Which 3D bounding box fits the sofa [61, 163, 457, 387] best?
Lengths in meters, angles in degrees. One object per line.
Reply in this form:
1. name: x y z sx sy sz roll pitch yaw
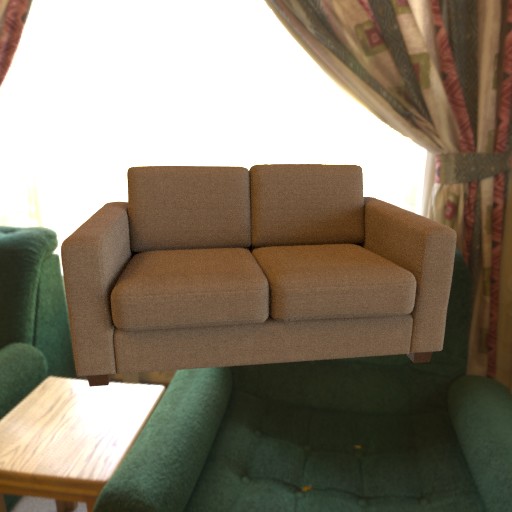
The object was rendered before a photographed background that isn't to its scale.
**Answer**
1. sofa: 0.000 0.000 2.073 1.520 0.800 0.900 -2 16 -7
